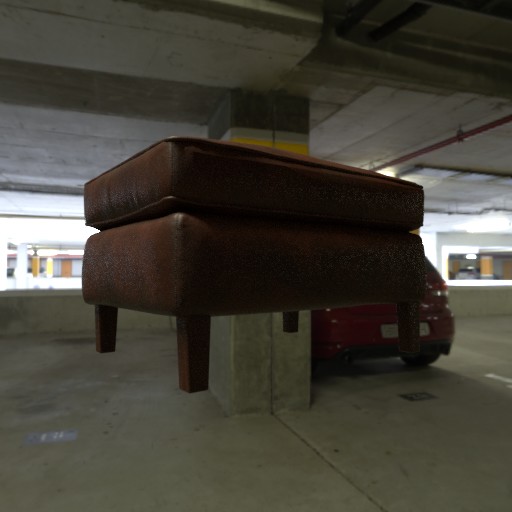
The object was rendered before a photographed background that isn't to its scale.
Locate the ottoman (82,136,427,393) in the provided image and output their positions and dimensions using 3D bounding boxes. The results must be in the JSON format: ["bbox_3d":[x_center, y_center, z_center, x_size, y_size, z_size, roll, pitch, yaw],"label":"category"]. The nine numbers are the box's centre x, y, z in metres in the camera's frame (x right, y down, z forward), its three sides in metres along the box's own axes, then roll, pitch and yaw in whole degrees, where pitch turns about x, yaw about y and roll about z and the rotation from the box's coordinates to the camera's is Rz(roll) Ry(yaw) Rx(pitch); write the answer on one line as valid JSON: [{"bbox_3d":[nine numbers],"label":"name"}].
[{"bbox_3d":[0.000,0.000,1.008,0.665,0.432,0.501,2,-3,-37],"label":"ottoman"}]
